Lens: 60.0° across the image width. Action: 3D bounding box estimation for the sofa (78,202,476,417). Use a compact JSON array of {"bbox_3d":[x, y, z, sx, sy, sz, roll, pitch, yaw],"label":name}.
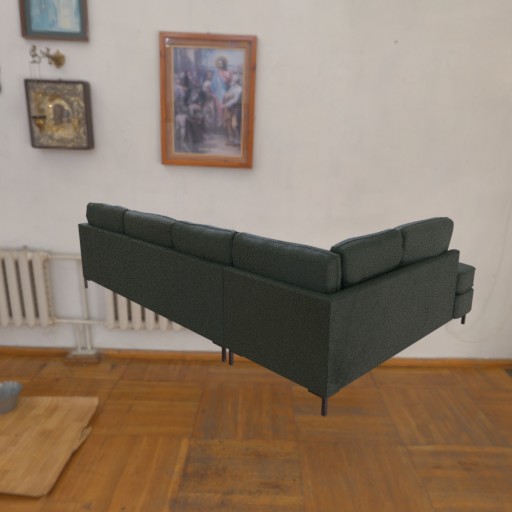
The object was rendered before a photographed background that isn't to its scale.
[{"bbox_3d":[0.000,0.000,4.305,2.048,0.996,3.384,-13,19,-42],"label":"sofa"}]
